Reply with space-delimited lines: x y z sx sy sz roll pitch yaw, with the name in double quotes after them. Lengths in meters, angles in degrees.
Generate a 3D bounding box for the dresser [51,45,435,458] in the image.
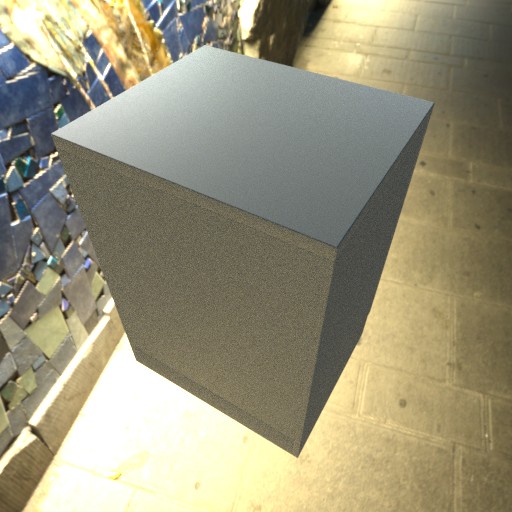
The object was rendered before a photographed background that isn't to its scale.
0.000 0.000 0.807 0.400 0.560 0.360 24 51 21 "dresser"
